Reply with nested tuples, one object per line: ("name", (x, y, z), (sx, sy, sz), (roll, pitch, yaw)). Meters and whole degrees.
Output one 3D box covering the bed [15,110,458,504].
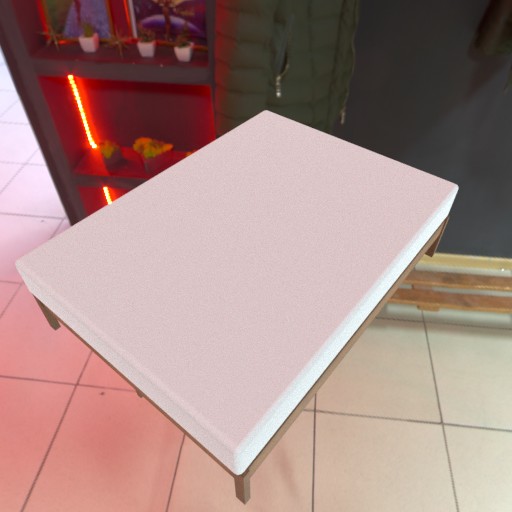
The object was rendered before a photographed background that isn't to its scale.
("bed", (0.000, 0.000, 2.653), (1.529, 0.593, 2.050), (30, 53, 26))
